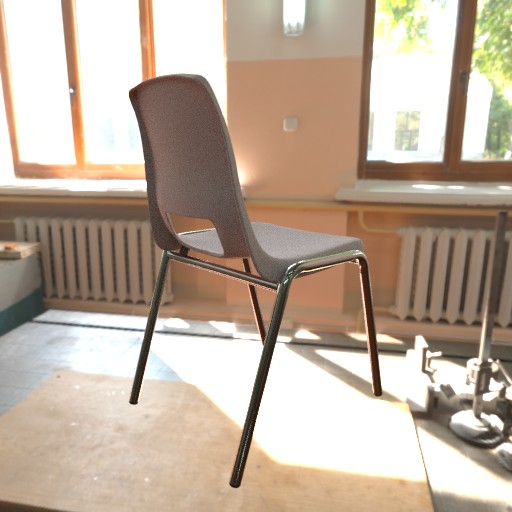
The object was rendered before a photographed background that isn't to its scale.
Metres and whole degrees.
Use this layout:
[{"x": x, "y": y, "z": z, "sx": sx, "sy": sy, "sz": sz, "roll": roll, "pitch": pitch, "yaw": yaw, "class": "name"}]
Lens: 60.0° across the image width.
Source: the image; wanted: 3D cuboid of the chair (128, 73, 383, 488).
[{"x": 0.000, "y": 0.000, "z": 0.911, "sx": 0.436, "sy": 0.653, "sz": 0.381, "roll": -13, "pitch": 18, "yaw": -42, "class": "chair"}]
